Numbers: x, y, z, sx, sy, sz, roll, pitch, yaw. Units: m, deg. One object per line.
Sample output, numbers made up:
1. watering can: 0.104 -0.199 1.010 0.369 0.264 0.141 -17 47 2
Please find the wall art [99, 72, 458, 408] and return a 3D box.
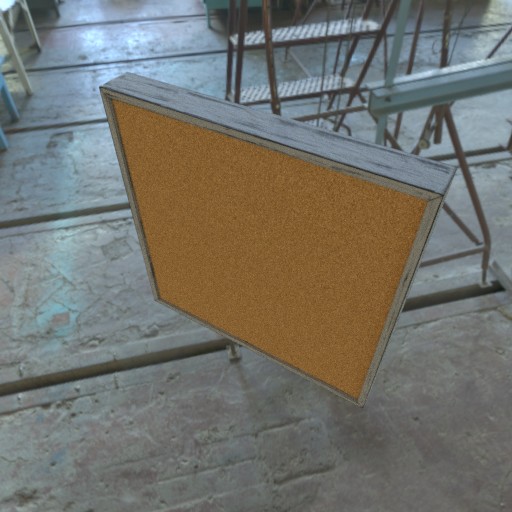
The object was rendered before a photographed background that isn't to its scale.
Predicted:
1. wall art: 0.000 0.000 0.458 0.303 0.303 0.036 23 50 21
